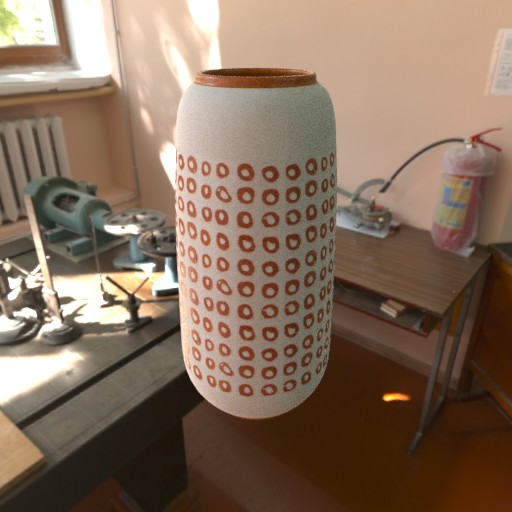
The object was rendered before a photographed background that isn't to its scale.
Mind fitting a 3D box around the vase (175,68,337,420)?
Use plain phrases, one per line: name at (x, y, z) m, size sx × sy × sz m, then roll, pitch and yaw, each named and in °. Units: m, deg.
vase at (0.000, 0.000, 0.366) m, size 0.133 × 0.282 × 0.133 m, roll 0°, pitch 27°, yaw 0°
